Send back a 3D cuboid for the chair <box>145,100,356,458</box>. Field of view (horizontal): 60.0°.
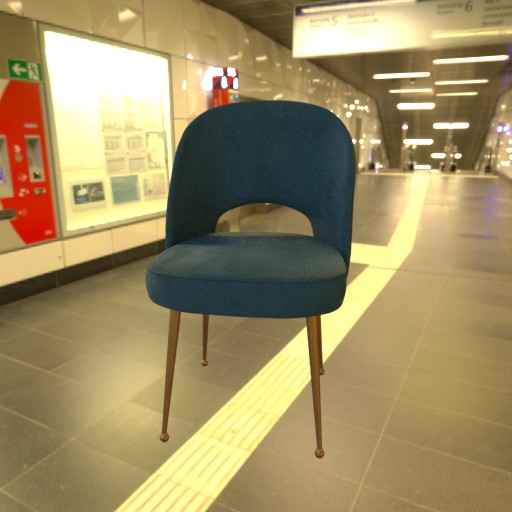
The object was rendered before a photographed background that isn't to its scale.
[{"bbox_3d":[0.000,0.000,1.226,0.527,0.860,0.577,2,15,8],"label":"chair"}]
